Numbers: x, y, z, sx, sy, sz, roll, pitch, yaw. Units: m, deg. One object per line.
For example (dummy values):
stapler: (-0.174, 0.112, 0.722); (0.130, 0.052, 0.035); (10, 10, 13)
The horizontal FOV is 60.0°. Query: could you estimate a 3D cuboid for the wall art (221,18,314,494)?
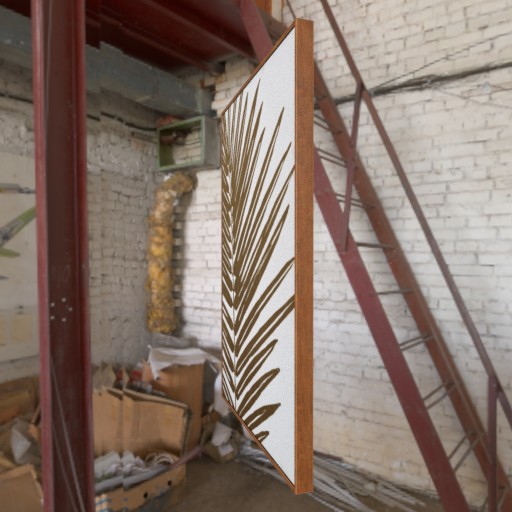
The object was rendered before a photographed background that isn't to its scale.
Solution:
wall art: (0.000, 0.000, 1.144); (0.037, 0.914, 0.610); (0, 1, -18)
